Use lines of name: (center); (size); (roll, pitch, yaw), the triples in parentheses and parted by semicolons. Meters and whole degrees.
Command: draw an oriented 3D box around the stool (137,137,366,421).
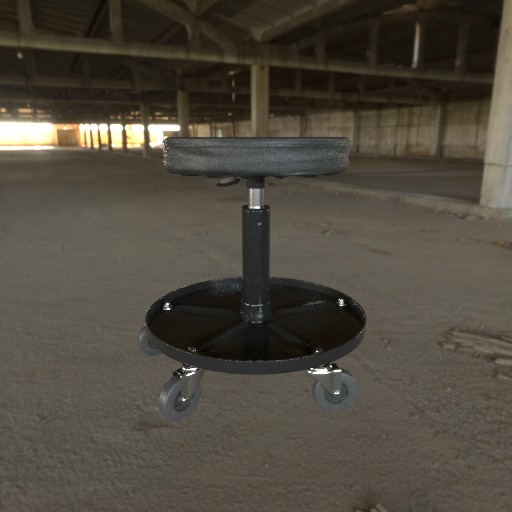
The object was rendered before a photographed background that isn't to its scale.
stool: (0.000, 0.000, 0.703); (0.381, 0.365, 0.382); (-7, 17, -25)
